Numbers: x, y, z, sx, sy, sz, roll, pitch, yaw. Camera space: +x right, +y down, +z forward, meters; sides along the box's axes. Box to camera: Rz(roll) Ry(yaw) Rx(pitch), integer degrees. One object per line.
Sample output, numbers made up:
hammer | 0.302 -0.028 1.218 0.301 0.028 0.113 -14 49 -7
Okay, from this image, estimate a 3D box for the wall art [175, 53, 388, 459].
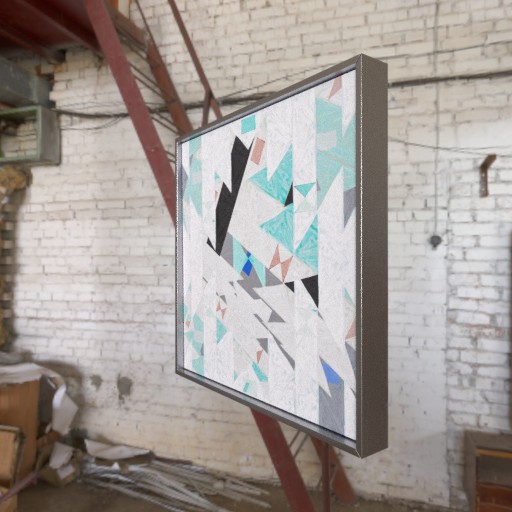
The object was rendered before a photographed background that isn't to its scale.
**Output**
wall art | 0.000 0.000 0.532 0.038 0.350 0.350 0 0 -37
